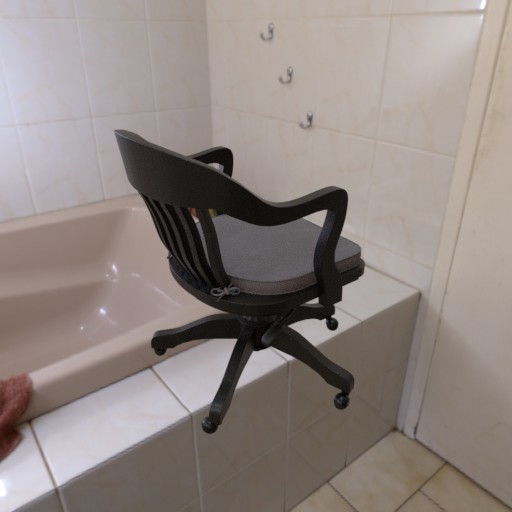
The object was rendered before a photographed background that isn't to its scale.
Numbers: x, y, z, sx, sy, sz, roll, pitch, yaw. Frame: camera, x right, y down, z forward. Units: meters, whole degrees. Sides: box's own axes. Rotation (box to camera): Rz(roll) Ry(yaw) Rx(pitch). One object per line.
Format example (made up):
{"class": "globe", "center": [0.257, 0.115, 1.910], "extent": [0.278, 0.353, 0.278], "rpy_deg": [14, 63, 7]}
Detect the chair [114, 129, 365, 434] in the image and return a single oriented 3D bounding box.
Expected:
{"class": "chair", "center": [0.000, 0.000, 1.463], "extent": [0.788, 0.878, 0.750], "rpy_deg": [-18, 32, -31]}
